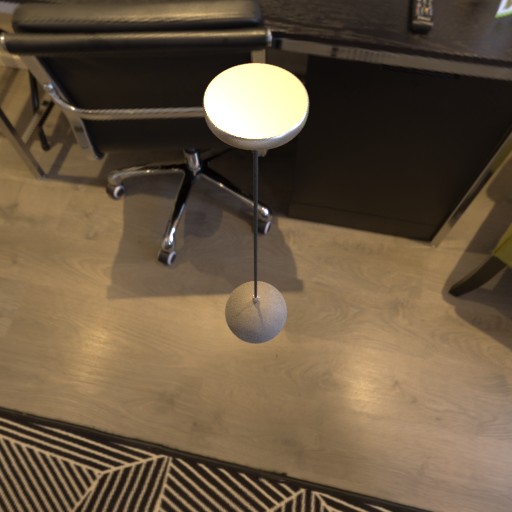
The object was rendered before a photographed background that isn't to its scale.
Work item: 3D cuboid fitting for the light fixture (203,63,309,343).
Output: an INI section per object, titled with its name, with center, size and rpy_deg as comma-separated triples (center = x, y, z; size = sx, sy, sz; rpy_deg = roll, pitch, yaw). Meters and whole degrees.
[light fixture]
center = 0.000, 0.000, 0.831
size = 0.153, 0.760, 0.153
rpy_deg = -17, 64, -8
